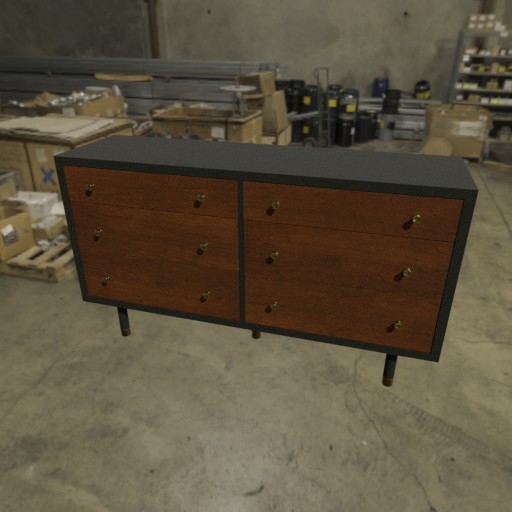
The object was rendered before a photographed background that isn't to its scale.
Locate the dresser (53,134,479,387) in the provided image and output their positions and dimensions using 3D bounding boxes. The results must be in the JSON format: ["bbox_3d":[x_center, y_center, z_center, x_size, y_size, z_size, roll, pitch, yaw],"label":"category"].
[{"bbox_3d":[0.000,0.000,1.941,1.558,0.872,0.463,7,27,14],"label":"dresser"}]
